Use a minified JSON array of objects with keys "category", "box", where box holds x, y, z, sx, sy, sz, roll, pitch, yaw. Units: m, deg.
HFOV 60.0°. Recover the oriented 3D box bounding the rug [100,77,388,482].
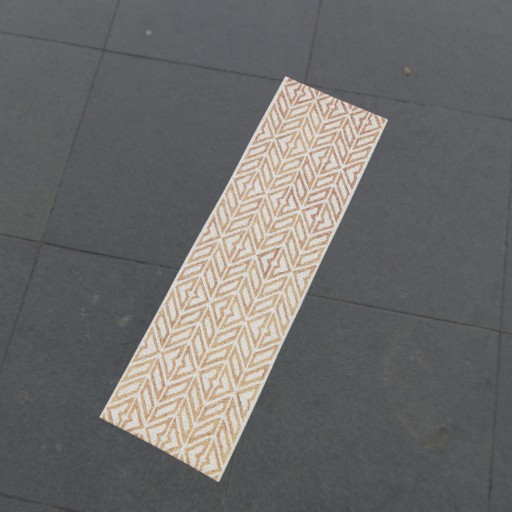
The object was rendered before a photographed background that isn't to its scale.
[{"category":"rug","box":[0.000,0.000,2.699,0.750,0.009,2.435,25,77,6]}]
